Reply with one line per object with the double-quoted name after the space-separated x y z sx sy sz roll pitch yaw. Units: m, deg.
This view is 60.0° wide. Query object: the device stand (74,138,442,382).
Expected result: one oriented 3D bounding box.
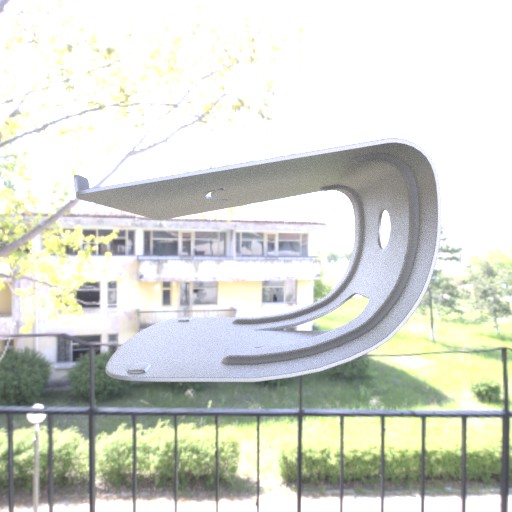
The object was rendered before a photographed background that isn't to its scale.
0.000 0.000 0.400 0.236 0.155 0.256 0 1 0 "device stand"
